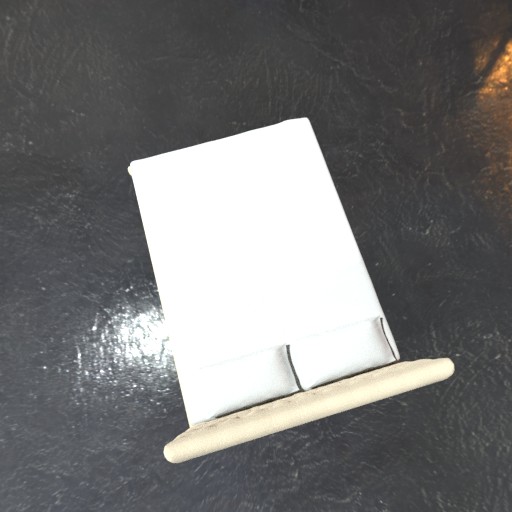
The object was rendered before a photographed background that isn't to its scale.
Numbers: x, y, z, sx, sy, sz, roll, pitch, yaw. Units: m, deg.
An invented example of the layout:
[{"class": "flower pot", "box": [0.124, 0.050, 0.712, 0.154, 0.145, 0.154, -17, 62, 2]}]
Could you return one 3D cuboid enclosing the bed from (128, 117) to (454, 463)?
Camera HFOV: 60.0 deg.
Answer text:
[{"class": "bed", "box": [0.000, 0.000, 3.417, 1.698, 1.427, 2.387, -16, 74, -5]}]
